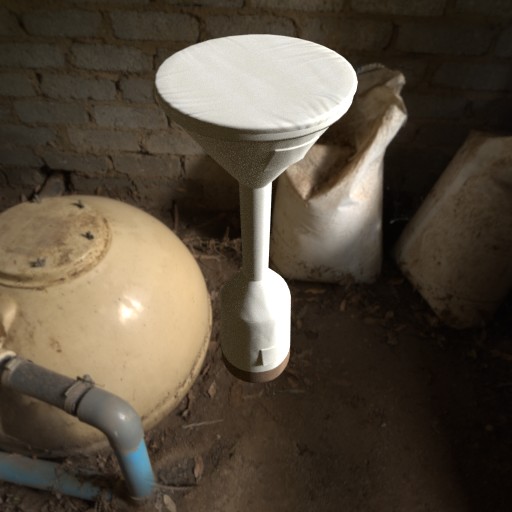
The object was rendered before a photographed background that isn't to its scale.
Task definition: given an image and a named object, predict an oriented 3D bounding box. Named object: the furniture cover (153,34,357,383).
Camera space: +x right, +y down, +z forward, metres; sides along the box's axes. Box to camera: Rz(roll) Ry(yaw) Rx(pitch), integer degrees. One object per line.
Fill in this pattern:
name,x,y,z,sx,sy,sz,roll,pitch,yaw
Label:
furniture cover,0.000,0.000,2.876,0.914,2.413,0.914,-24,52,-21
